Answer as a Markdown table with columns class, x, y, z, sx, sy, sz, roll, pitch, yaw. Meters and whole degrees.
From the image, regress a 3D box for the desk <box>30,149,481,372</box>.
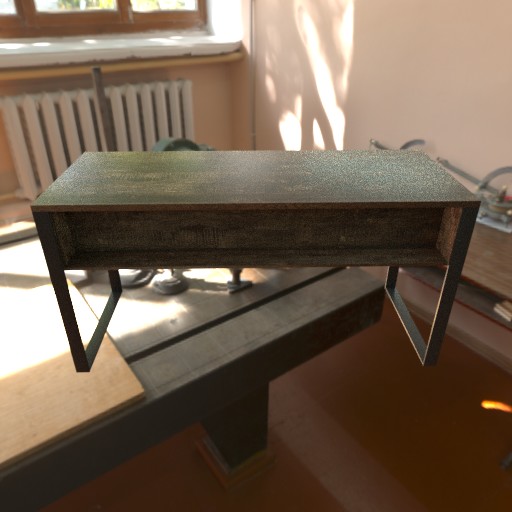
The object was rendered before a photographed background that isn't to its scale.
| class | x | y | z | sx | sy | sz | roll | pitch | yaw |
| --- | --- | --- | --- | --- | --- | --- | --- | --- | --- |
| desk | 0.000 | 0.000 | 1.946 | 1.524 | 0.762 | 0.599 | -1 | 30 | -1 |
